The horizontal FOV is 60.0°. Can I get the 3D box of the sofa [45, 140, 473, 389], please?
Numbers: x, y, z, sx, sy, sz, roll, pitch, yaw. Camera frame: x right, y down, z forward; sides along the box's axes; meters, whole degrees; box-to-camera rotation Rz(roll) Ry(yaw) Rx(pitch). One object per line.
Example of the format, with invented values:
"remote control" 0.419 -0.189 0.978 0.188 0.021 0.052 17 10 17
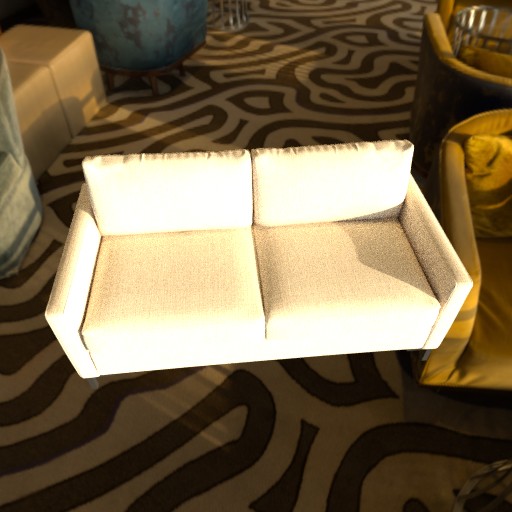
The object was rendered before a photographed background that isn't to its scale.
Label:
"sofa" 0.000 0.000 2.045 1.651 0.812 0.839 -4 46 -4
